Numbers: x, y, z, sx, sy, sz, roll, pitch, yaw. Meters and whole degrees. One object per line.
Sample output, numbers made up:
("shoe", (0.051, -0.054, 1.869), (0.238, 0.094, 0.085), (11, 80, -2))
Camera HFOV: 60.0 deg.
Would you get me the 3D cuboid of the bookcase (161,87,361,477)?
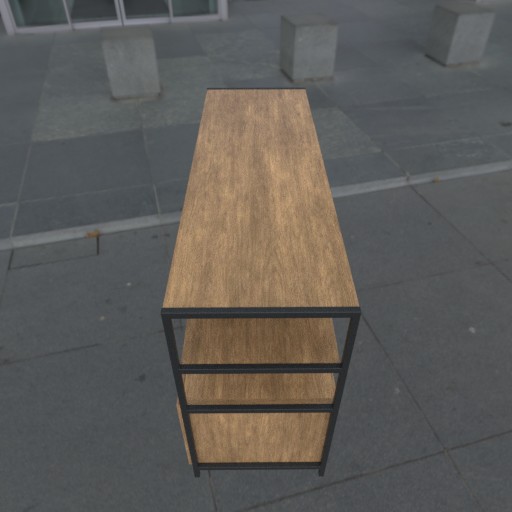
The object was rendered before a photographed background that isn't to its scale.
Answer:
("bookcase", (0.000, 0.000, 1.494), (0.391, 0.712, 1.149), (0, 41, 0))
